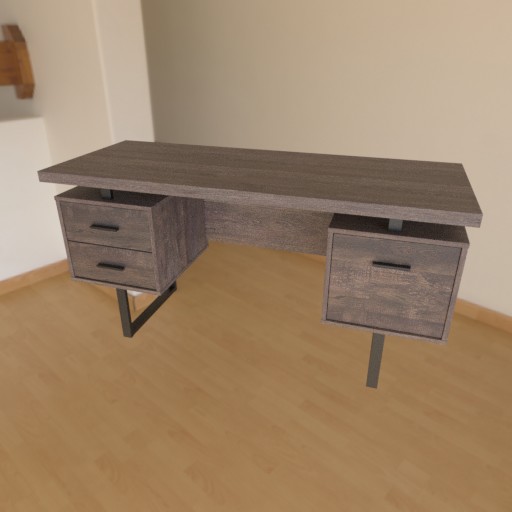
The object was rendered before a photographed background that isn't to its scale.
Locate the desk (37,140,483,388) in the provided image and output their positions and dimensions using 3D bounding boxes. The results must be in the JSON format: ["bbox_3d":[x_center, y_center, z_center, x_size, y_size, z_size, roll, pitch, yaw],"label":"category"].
[{"bbox_3d":[0.000,0.000,1.872,1.524,0.760,0.600,8,27,16],"label":"desk"}]
